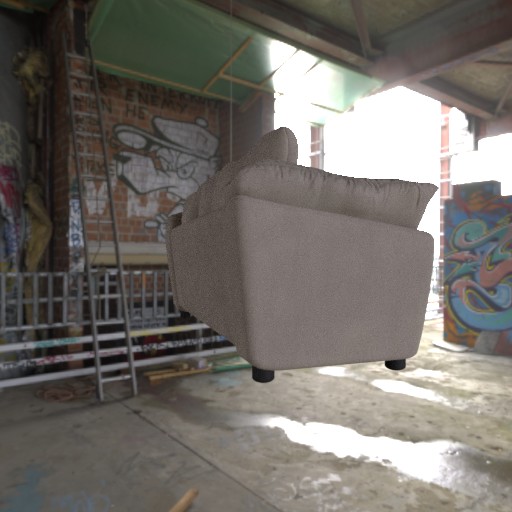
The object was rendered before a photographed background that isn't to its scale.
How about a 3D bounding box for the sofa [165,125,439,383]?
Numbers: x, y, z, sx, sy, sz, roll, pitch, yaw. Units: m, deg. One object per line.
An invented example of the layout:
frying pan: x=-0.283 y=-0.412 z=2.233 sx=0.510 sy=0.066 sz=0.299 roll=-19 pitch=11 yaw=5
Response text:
sofa: x=0.000 y=0.000 z=2.764 sx=0.878 sy=0.996 sz=2.334 roll=0 pitch=0 yaw=-18
